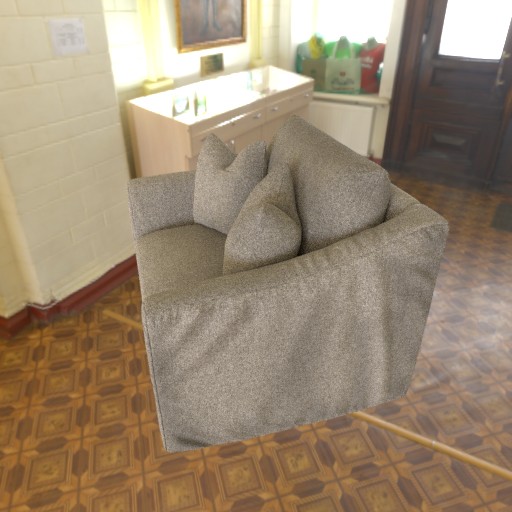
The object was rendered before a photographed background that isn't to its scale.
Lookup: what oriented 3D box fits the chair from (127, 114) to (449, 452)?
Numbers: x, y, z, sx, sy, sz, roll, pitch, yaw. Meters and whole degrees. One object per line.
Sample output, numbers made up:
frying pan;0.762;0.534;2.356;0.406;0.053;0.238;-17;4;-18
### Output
chair;0.000;0.000;2.039;1.071;1.059;1.194;-9;31;-14
